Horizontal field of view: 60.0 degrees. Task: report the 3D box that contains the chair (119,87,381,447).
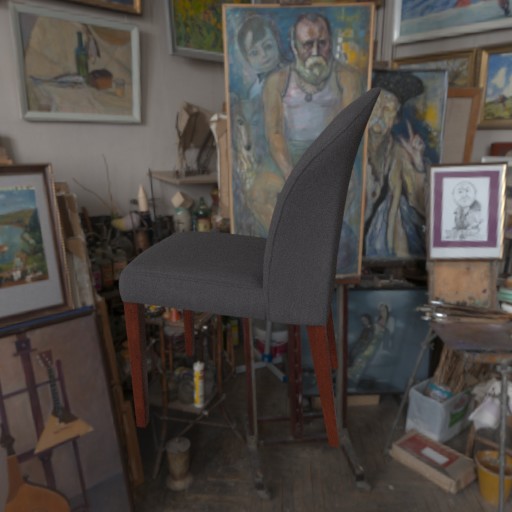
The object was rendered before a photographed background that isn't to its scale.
[{"bbox_3d":[0.000,0.000,1.255,0.619,0.879,0.506,3,15,9],"label":"chair"}]
